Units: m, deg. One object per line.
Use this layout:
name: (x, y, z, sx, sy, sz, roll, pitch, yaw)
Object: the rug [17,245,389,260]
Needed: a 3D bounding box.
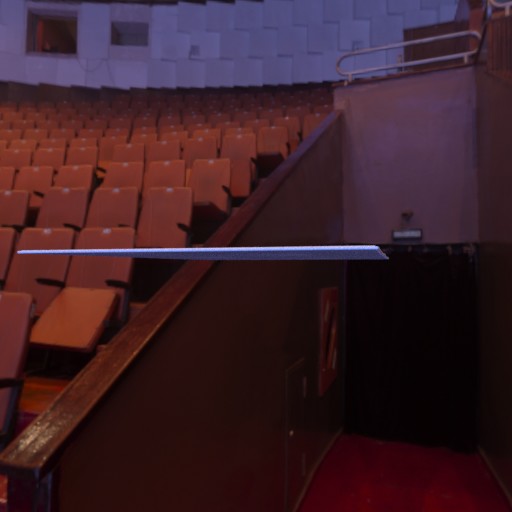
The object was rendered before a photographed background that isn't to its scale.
rug: (0.000, 0.000, 2.827, 1.589, 0.014, 2.205, 0, -1, 18)
